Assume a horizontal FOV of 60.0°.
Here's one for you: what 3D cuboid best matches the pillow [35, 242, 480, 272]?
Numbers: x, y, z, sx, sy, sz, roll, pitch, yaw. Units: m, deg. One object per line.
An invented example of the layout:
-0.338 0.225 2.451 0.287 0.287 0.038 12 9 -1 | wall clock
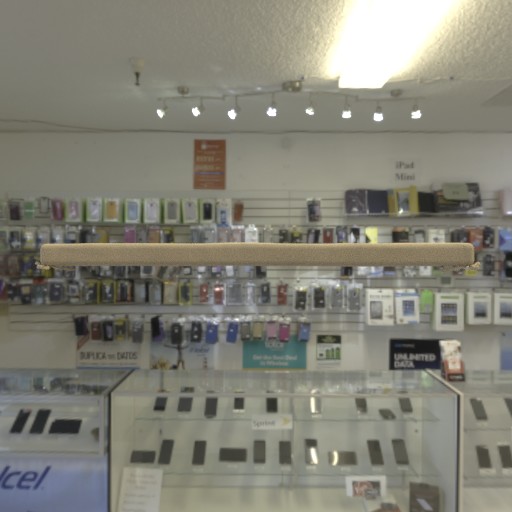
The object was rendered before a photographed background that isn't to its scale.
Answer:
0.000 0.000 1.360 1.187 0.081 0.492 0 0 3 | pillow
